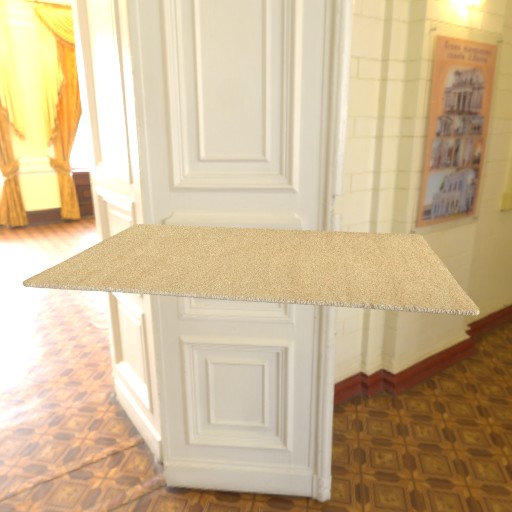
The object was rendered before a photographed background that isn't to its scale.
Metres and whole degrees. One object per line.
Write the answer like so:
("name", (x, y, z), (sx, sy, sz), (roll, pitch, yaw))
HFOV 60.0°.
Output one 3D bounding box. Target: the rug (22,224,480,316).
("rug", (0.000, 0.000, 2.928), (2.349, 0.026, 1.500), (3, 17, 9))
